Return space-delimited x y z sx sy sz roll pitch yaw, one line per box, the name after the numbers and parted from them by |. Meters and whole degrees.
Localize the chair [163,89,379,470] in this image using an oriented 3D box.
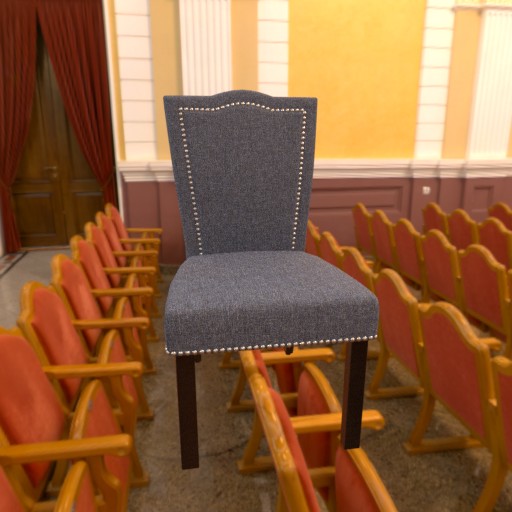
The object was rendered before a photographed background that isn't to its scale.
0.000 0.000 1.279 0.518 0.946 0.589 -3 16 -9 | chair
